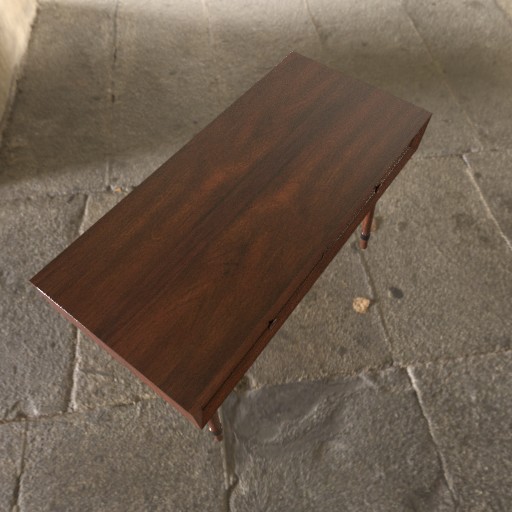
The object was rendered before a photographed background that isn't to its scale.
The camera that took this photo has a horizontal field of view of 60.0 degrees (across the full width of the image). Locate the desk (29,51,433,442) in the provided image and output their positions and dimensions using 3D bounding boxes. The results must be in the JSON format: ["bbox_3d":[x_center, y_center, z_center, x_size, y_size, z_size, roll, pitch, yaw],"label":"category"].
[{"bbox_3d":[0.000,0.000,2.146,0.734,1.031,1.577,33,64,18],"label":"desk"}]
